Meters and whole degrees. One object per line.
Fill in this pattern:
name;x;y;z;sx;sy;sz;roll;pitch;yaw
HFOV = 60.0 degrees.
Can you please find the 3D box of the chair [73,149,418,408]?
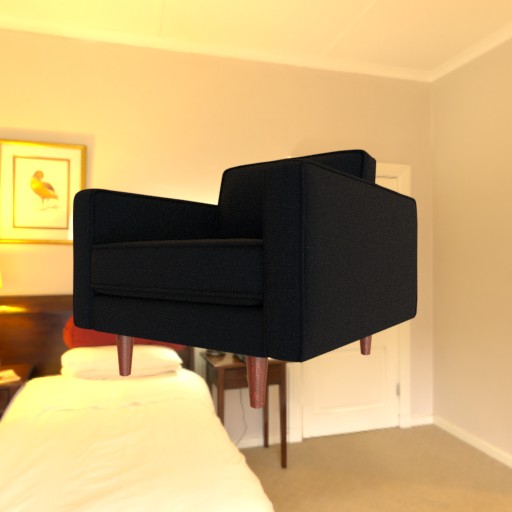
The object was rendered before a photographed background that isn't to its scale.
chair;0.000;0.000;1.576;0.899;0.770;0.920;0;0;35
